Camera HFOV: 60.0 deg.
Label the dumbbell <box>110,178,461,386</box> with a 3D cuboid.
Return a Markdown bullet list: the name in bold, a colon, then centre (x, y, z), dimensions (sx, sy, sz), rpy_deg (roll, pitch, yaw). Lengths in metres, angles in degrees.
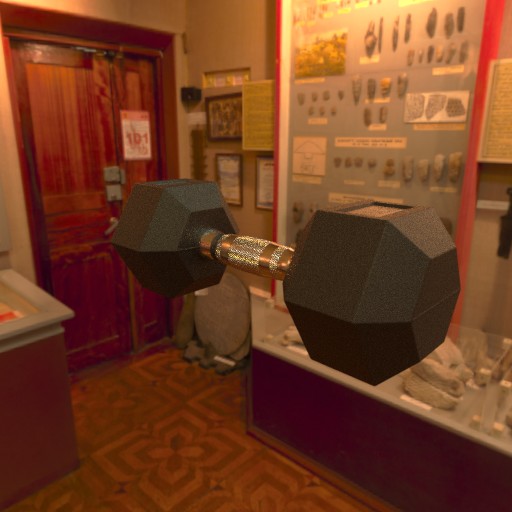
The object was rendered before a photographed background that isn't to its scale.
- **dumbbell**: centre (0.000, 0.000, 0.431), dimensions (0.356, 0.123, 0.141), rpy_deg (15, 21, 42)
